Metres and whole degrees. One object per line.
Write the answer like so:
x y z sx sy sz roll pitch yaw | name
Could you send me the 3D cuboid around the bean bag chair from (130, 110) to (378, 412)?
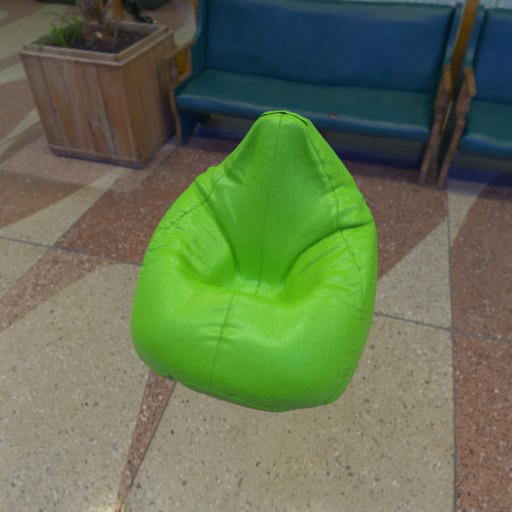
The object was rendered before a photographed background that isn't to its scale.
0.000 0.000 1.919 1.070 0.990 1.070 12 43 14 | bean bag chair
